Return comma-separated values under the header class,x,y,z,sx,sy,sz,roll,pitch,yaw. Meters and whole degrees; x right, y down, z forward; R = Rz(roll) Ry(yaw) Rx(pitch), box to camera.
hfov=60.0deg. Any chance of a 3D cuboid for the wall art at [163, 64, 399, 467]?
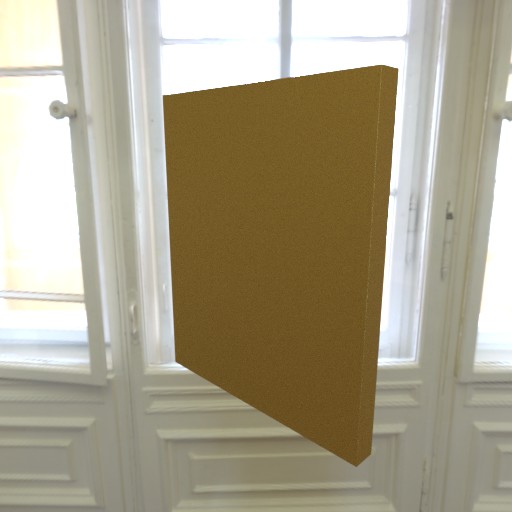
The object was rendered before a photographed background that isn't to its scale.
class,x,y,z,sx,sy,sz,roll,pitch,yaw
wall art,0.000,0.000,0.882,0.048,0.642,0.537,-13,19,-43
